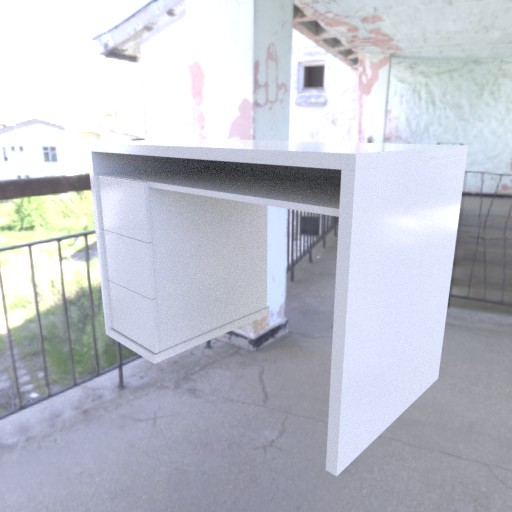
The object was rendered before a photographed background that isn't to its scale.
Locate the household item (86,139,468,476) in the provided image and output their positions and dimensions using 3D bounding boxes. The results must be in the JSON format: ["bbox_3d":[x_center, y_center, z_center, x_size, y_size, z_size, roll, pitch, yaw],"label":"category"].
[{"bbox_3d":[0.000,0.000,1.521,1.100,0.749,0.597,15,22,42],"label":"household item"}]
